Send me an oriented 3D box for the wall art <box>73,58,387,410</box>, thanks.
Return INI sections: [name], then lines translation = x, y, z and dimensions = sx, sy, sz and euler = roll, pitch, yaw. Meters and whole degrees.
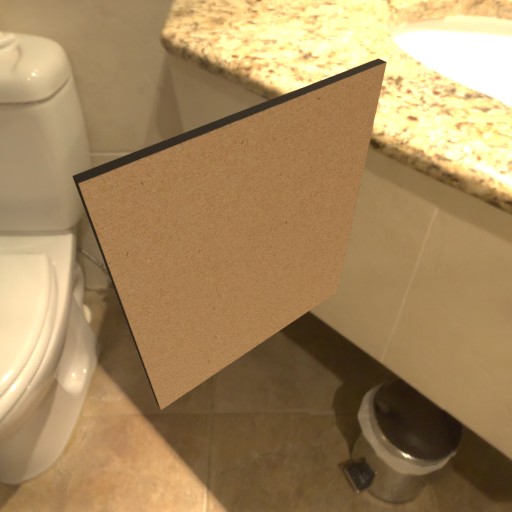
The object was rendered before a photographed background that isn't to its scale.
[wall art]
translation = 0.000, 0.000, 1.205
dimensions = 0.755, 0.863, 0.028
euler = -29, 53, -25
